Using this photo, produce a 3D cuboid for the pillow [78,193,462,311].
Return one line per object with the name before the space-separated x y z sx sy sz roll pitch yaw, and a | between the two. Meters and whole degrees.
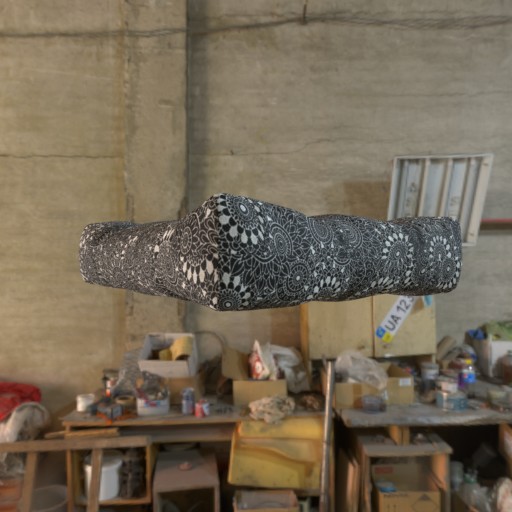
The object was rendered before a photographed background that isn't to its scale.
pillow | 0.000 0.000 0.743 0.468 0.128 0.490 0 0 -37
